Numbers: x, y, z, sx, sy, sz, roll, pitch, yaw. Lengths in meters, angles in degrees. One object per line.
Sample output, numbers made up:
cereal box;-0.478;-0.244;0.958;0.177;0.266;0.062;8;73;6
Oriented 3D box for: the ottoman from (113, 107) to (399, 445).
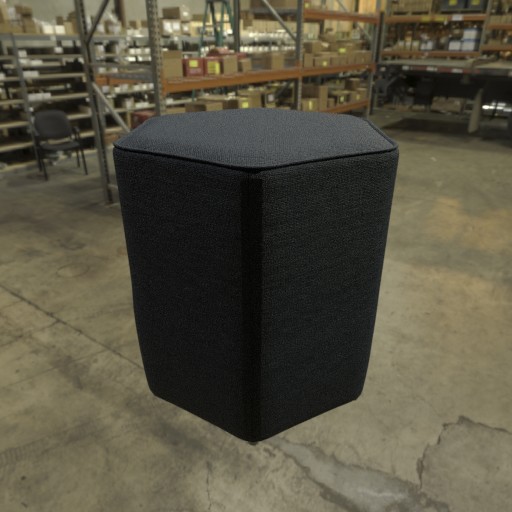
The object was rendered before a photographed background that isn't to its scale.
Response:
ottoman;0.000;0.000;0.869;0.492;0.505;0.454;18;31;31
